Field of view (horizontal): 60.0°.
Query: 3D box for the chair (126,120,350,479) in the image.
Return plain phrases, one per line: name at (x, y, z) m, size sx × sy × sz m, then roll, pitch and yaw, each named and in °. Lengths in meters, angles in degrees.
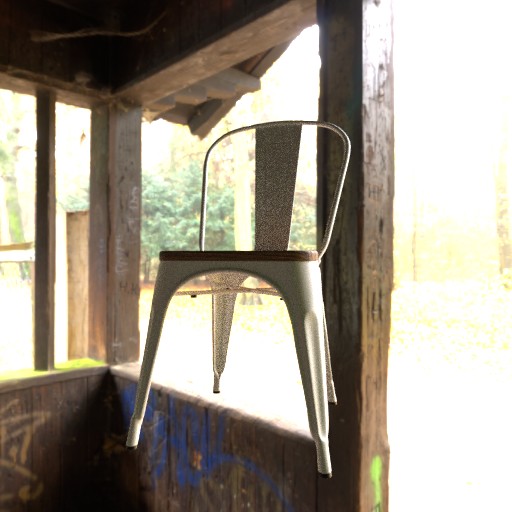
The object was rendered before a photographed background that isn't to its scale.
chair at (0.000, 0.000, 1.158) m, size 0.452 × 0.851 × 0.521 m, roll 0°, pitch 0°, yaw 17°
